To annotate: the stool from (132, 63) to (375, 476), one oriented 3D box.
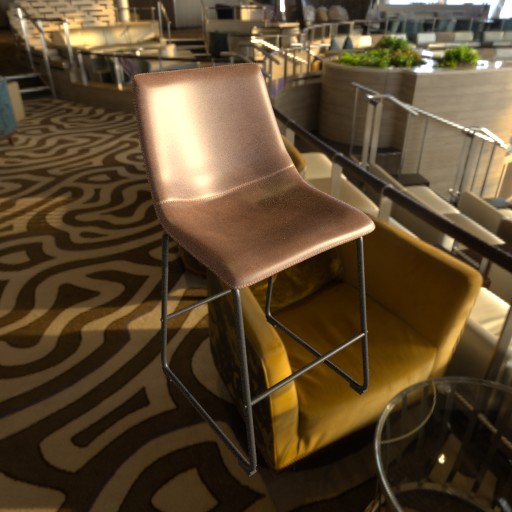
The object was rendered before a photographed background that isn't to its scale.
[{"bbox_3d":[0.000,0.000,1.195,0.460,0.890,0.550,-22,37,-32],"label":"stool"}]
